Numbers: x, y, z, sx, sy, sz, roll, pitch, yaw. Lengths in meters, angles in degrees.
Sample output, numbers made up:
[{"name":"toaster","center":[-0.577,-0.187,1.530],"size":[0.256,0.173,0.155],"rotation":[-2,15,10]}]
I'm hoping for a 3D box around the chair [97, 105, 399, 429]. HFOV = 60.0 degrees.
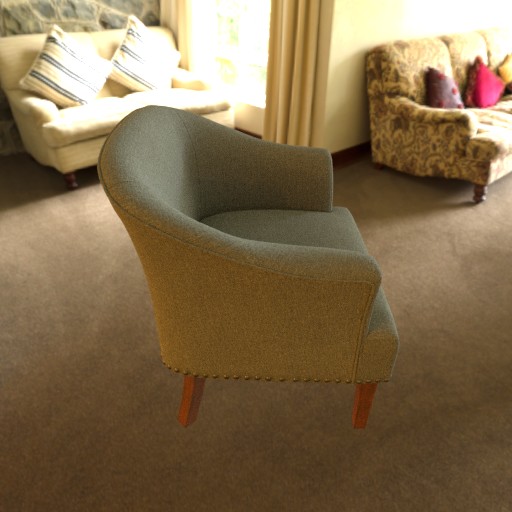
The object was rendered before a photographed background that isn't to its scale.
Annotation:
[{"name":"chair","center":[0.000,0.000,1.346],"size":[0.704,0.815,0.798],"rotation":[0,33,0]}]
